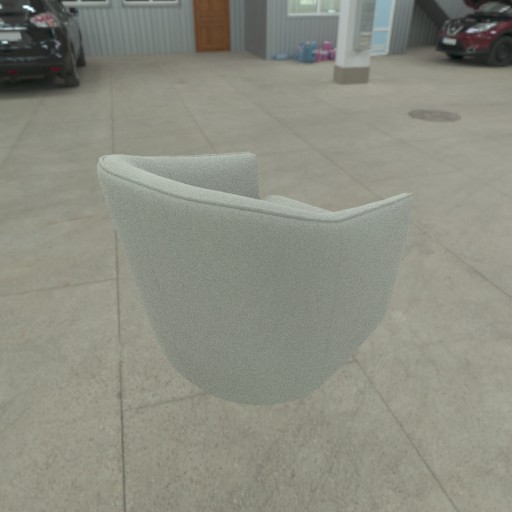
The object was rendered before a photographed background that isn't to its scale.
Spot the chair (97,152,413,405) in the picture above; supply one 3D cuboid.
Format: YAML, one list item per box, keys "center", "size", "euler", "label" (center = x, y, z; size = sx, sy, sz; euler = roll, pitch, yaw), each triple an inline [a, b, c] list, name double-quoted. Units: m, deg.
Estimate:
- center: [0.000, 0.000, 1.469]
  size: [0.747, 0.799, 0.875]
  euler: [22, 38, 32]
  label: "chair"
